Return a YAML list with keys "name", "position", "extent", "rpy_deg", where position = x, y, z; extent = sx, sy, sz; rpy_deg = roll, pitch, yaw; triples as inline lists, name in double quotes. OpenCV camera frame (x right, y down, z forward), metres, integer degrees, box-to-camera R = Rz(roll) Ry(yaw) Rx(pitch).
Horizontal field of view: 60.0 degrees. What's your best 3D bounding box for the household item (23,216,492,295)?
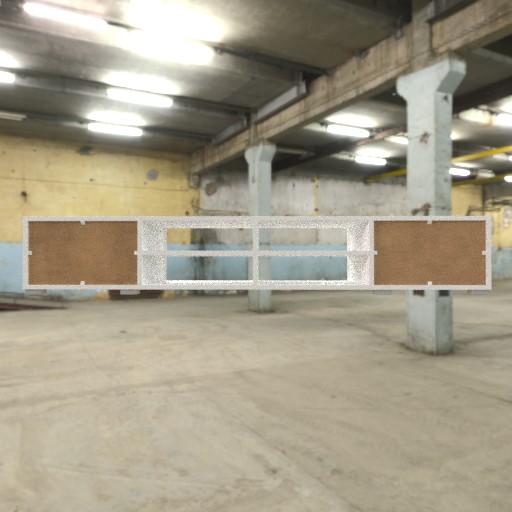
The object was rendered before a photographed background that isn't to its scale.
- name: "household item"
  position: [0.000, 0.000, 1.960]
  extent: [1.850, 0.310, 0.420]
  rpy_deg: [0, -1, 1]
